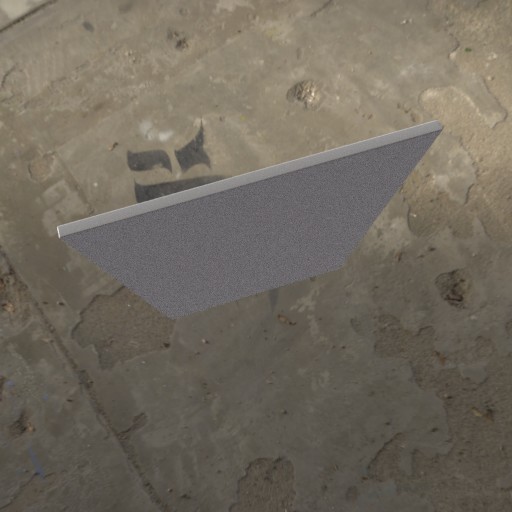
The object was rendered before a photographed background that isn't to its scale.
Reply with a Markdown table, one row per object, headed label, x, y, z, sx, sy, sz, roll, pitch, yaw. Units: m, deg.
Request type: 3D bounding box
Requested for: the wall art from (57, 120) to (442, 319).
| label | x | y | z | sx | sy | sz | roll | pitch | yaw |
| --- | --- | --- | --- | --- | --- | --- | --- | --- | --- |
| wall art | 0.000 | 0.000 | 0.596 | 0.329 | 0.482 | 0.011 | -17 | 75 | -5 |
